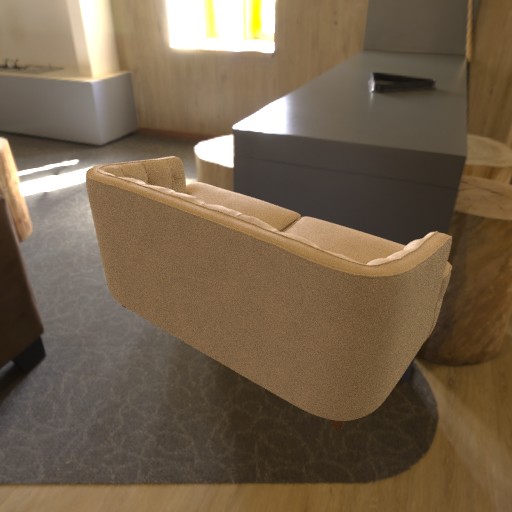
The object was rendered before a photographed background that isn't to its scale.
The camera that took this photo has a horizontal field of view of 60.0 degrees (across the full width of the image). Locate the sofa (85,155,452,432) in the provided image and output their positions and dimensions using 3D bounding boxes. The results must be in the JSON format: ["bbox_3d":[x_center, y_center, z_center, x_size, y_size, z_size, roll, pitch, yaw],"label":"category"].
[{"bbox_3d":[0.000,0.000,2.293,1.731,0.878,0.940,22,38,31],"label":"sofa"}]
